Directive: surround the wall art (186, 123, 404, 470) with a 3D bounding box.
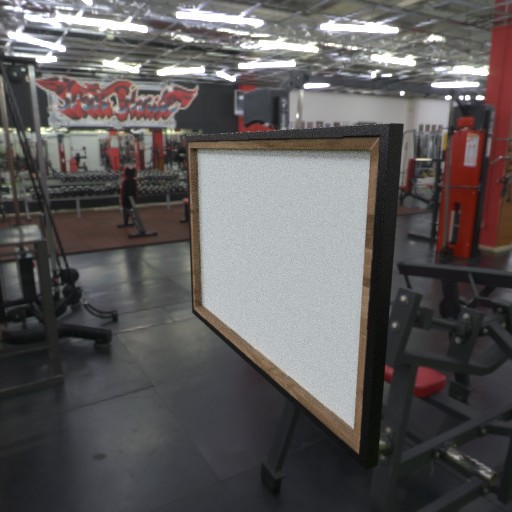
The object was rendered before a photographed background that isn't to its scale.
[{"bbox_3d":[0.000,0.000,0.826,0.022,0.446,0.659,-7,16,-27],"label":"wall art"}]
